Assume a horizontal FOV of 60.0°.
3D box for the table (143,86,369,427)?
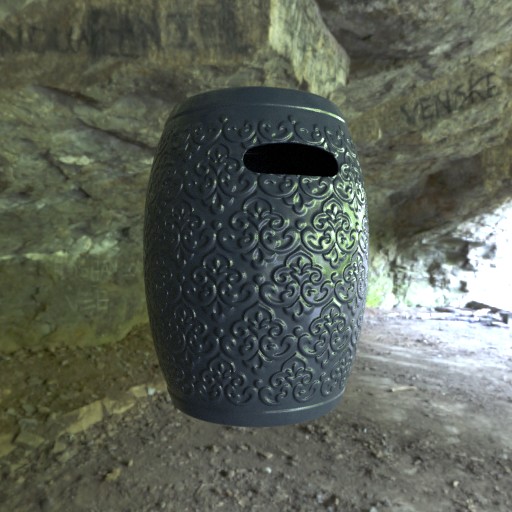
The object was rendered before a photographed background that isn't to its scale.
[{"bbox_3d":[0.000,0.000,0.625,0.309,0.397,0.309,0,1,0],"label":"table"}]
